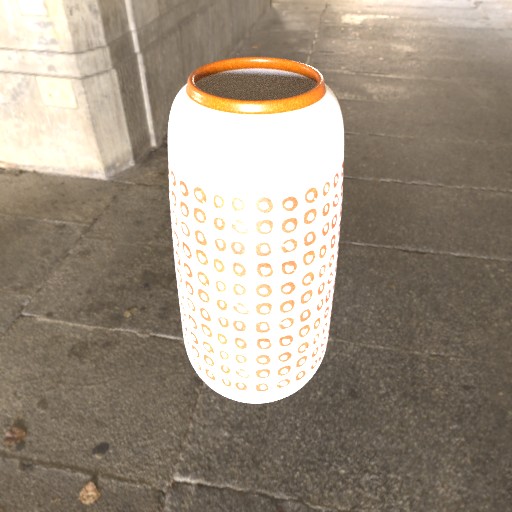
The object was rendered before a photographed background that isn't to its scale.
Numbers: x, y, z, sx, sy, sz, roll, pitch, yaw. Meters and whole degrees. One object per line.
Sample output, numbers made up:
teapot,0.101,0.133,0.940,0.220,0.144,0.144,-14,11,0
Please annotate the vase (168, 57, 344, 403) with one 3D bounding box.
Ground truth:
vase,0.000,0.000,0.357,0.133,0.282,0.133,0,40,0
